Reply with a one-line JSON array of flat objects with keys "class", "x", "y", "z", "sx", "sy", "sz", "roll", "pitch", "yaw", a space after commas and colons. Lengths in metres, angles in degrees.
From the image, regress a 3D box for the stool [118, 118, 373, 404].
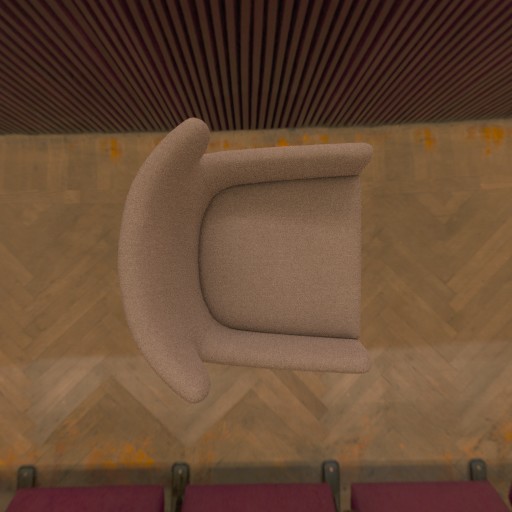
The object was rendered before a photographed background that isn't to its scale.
[{"class": "stool", "x": 0.000, "y": 0.000, "z": 1.386, "sx": 0.575, "sy": 1.047, "sz": 0.575, "roll": 0, "pitch": 91, "yaw": -1}]
